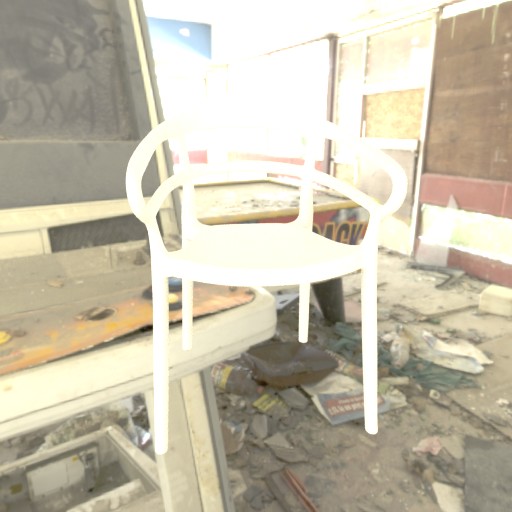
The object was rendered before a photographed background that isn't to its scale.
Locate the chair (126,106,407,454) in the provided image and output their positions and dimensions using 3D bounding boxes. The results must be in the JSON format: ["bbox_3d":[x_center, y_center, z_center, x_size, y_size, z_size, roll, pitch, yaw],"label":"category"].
[{"bbox_3d":[0.000,0.000,1.148,0.559,0.761,0.527,-2,16,-8],"label":"chair"}]
